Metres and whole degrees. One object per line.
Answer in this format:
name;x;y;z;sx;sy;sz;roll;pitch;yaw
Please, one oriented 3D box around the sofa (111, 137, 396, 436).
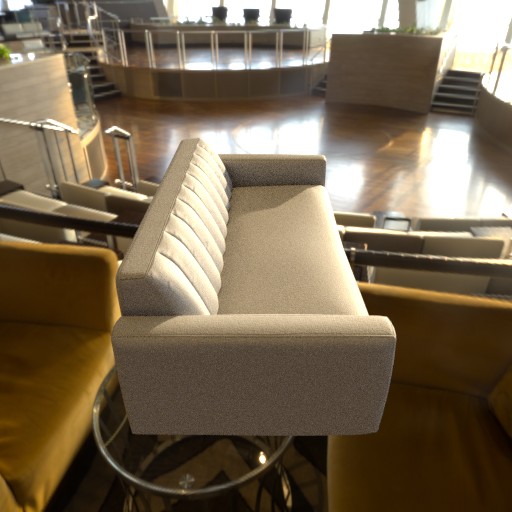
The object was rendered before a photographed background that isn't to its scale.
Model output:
sofa;0.000;0.000;2.362;0.969;0.814;1.895;0;31;0
